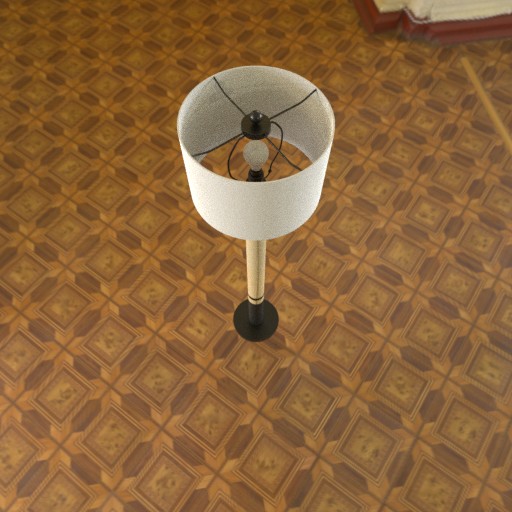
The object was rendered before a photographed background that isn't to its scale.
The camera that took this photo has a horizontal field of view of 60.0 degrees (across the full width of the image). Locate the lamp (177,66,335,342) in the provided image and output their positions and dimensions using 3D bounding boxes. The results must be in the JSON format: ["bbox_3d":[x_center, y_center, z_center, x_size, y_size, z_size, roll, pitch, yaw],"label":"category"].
[{"bbox_3d":[0.000,0.000,1.706,0.381,1.478,0.381,32,67,15],"label":"lamp"}]
